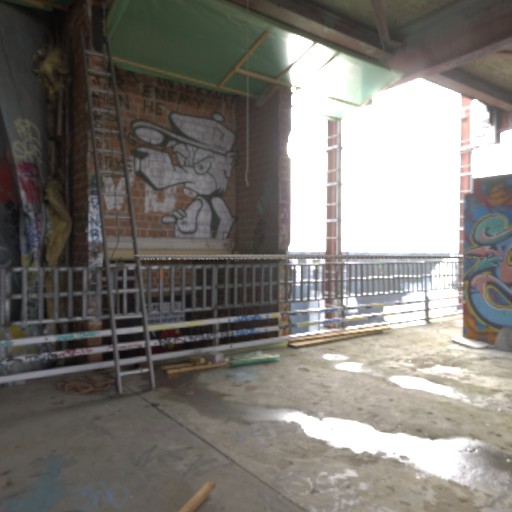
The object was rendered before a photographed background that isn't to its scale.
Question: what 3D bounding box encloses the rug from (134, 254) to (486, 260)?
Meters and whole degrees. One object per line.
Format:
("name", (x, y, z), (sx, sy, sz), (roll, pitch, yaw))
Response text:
("rug", (0.000, 0.000, 2.305), (1.220, 0.005, 1.828), (0, 0, -16))
